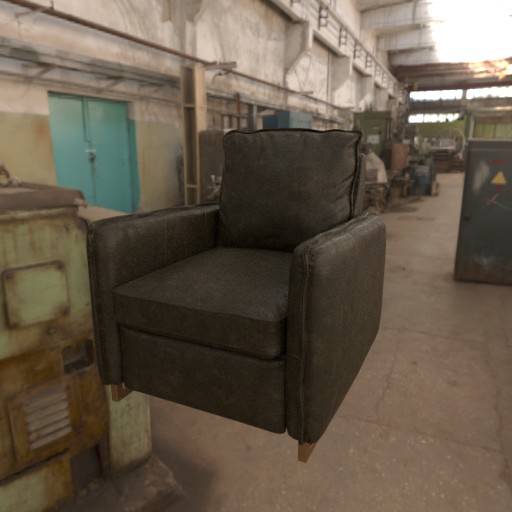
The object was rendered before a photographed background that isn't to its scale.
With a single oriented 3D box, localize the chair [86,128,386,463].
[{"bbox_3d":[0.000,0.000,1.621,0.830,0.921,0.921,7,16,25],"label":"chair"}]
